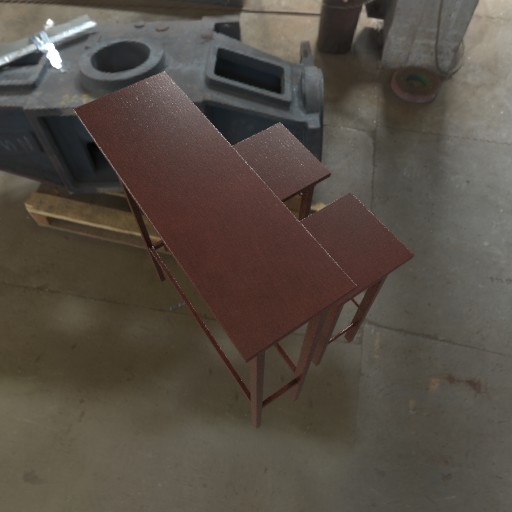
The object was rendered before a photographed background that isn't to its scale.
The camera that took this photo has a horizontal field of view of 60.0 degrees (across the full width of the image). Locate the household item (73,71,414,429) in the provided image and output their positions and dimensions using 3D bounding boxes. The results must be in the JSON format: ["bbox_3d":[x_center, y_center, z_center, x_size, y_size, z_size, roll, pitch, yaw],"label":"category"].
[{"bbox_3d":[0.000,0.000,1.664,0.676,1.067,0.914,-30,64,-17],"label":"household item"}]
